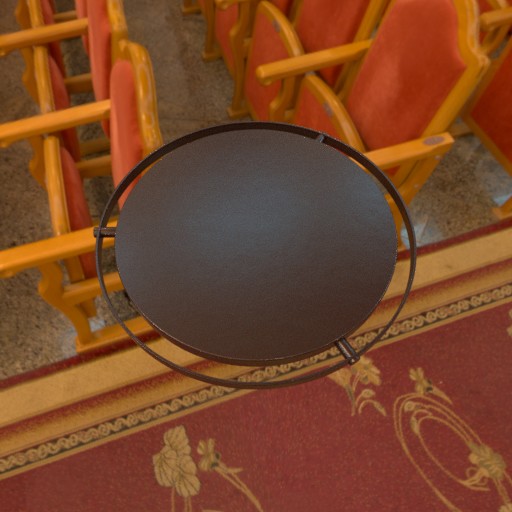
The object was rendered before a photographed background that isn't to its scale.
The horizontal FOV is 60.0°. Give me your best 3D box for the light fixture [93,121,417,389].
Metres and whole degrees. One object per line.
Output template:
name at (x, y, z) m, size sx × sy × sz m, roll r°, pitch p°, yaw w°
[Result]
light fixture at (0.000, 0.000, 0.557) m, size 0.361 × 0.130 × 0.361 m, roll 0°, pitch 57°, yaw 0°
